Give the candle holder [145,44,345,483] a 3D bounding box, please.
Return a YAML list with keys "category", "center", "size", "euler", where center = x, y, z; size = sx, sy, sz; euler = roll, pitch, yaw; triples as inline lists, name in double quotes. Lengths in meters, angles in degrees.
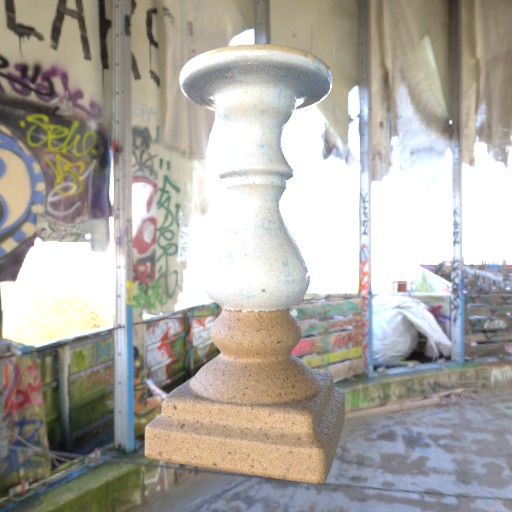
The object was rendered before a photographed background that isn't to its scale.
- category: "candle holder"
  center: [0.000, 0.000, 0.298]
  size: [0.110, 0.239, 0.110]
  euler: [0, 0, 17]
